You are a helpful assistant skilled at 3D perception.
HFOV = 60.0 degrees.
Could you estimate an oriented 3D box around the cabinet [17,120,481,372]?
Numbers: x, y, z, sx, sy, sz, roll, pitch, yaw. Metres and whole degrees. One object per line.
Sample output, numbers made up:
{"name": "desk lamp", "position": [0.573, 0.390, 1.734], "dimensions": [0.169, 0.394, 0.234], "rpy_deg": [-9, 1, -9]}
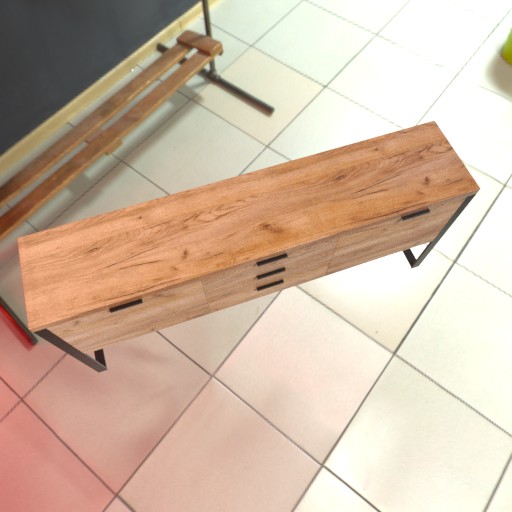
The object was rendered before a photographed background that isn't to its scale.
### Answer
{"name": "cabinet", "position": [0.000, 0.000, 2.088], "dimensions": [1.800, 0.762, 0.395], "rpy_deg": [-17, 66, -8]}
